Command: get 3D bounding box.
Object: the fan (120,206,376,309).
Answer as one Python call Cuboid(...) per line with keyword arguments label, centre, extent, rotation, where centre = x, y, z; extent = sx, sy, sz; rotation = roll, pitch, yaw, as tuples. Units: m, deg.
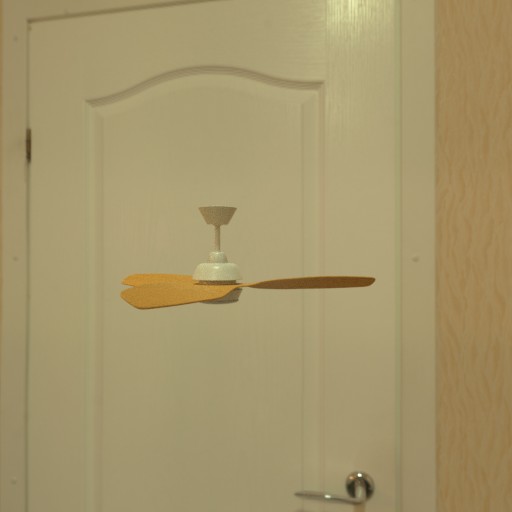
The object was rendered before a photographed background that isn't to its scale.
Cuboid(label="fan", centre=(0.000, 0.000, 1.695), extent=(1.010, 0.355, 1.142), rotation=(0, 0, -18))
